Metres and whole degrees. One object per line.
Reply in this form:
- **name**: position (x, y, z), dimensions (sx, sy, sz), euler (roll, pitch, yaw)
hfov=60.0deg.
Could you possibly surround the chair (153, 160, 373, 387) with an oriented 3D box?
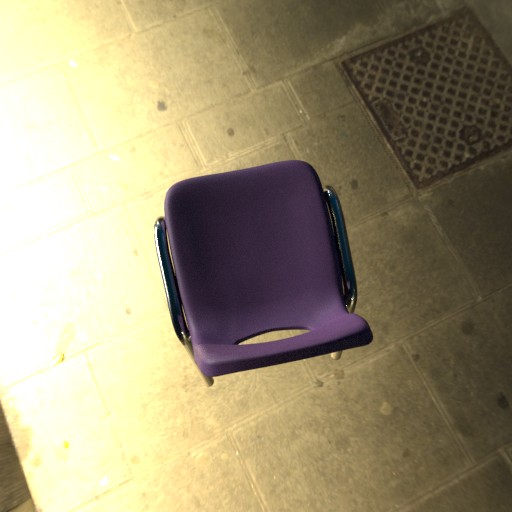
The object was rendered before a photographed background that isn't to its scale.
- **chair**: position (0.000, 0.000, 0.801), dimensions (0.356, 0.584, 0.419), euler (-11, 76, -3)
